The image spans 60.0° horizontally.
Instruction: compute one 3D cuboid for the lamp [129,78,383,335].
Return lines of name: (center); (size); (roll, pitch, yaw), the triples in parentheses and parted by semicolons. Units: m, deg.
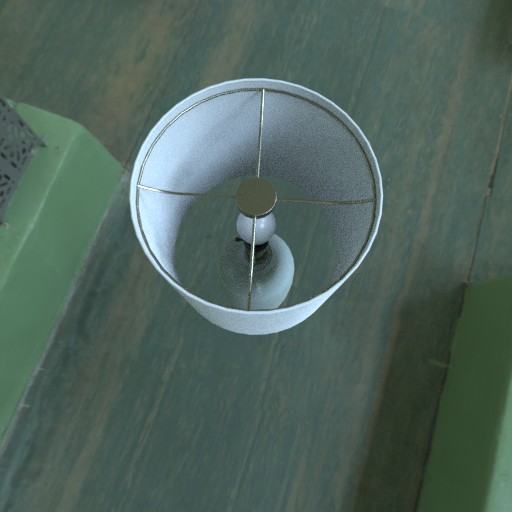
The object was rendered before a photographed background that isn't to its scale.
lamp: (0.000, 0.000, 0.615); (0.220, 0.475, 0.220); (17, 76, 4)
